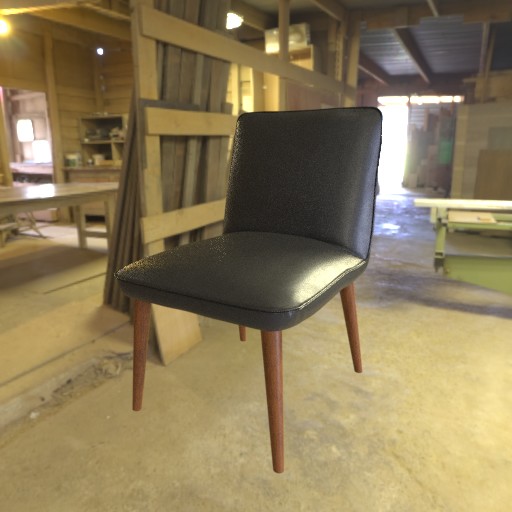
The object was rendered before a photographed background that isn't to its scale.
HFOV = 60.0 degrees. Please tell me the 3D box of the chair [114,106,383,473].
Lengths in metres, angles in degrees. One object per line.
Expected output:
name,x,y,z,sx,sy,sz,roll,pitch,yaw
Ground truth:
chair,0.000,0.000,1.209,0.543,0.801,0.645,7,15,27
